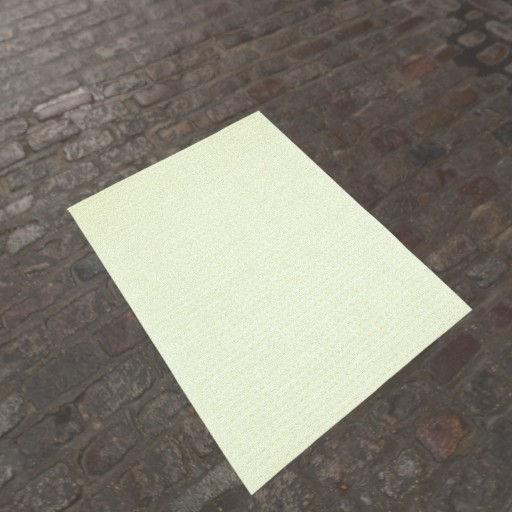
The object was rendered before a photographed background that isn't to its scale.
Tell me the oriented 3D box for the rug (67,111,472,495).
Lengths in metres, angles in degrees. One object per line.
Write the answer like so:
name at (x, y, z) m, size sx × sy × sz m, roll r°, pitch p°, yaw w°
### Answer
rug at (0.000, 0.000, 4.232) m, size 2.452 × 0.016 × 3.204 m, roll -32°, pitch 64°, yaw -18°
